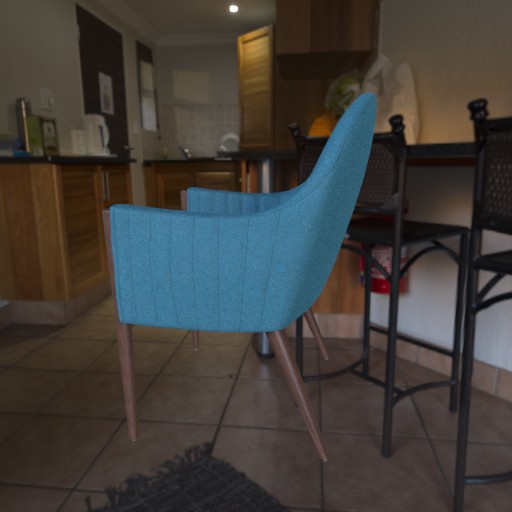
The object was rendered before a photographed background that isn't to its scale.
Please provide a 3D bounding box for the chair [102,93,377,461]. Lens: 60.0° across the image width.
[{"bbox_3d":[0.000,0.000,1.332,0.652,0.907,0.656,2,13,9],"label":"chair"}]
